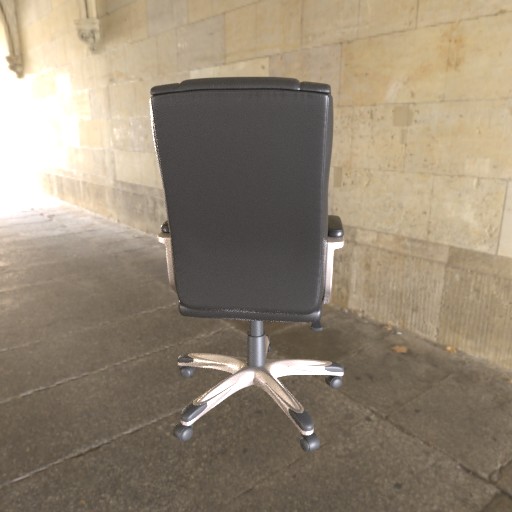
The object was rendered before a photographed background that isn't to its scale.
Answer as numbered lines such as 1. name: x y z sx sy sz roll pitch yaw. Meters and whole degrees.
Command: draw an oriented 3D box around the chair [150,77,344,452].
1. chair: 0.000 0.000 1.622 0.700 1.145 0.780 2 16 7
